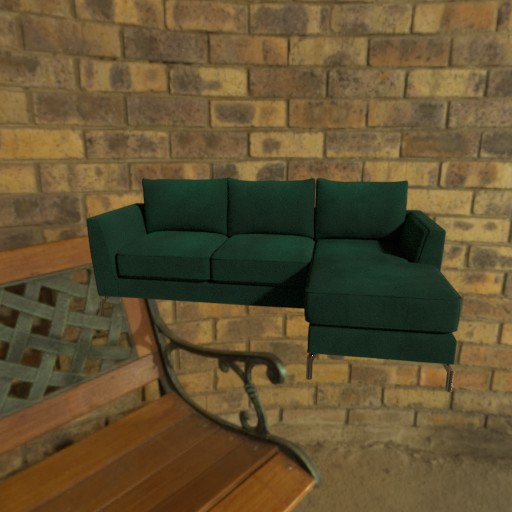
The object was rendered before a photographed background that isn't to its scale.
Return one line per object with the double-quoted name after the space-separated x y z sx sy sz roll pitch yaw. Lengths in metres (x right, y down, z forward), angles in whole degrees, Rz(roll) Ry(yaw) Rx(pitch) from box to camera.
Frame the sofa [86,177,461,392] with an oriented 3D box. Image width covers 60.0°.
0.000 0.000 3.105 2.441 1.007 1.489 3 15 10 "sofa"
